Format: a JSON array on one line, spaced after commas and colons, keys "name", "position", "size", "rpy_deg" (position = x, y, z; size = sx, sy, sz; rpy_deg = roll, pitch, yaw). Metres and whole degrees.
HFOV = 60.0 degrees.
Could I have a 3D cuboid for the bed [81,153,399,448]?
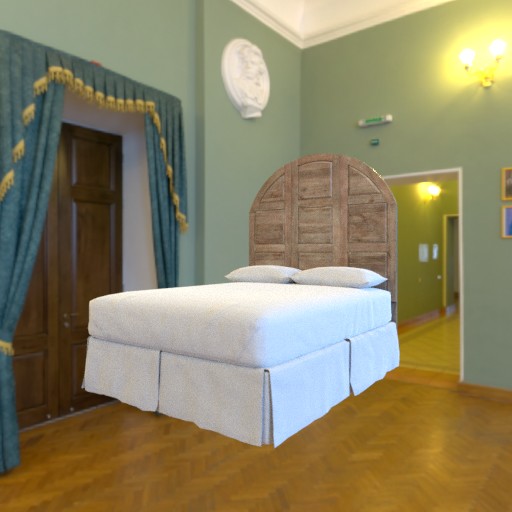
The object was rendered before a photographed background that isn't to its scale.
[{"name": "bed", "position": [0.000, 0.000, 3.571], "size": [1.713, 2.002, 2.112], "rpy_deg": [0, 0, 36]}]
